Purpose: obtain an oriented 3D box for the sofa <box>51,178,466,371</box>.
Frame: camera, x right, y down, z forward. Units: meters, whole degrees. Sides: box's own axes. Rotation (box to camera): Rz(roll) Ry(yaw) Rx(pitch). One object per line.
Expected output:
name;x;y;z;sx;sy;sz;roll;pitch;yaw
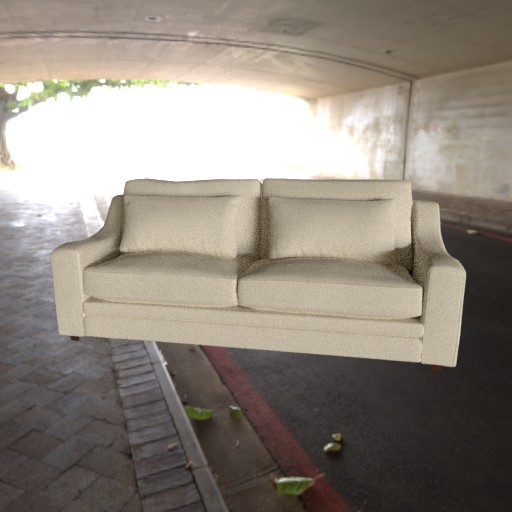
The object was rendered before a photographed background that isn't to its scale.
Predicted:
sofa;0.000;0.000;3.030;2.470;1.022;1.009;3;14;10
